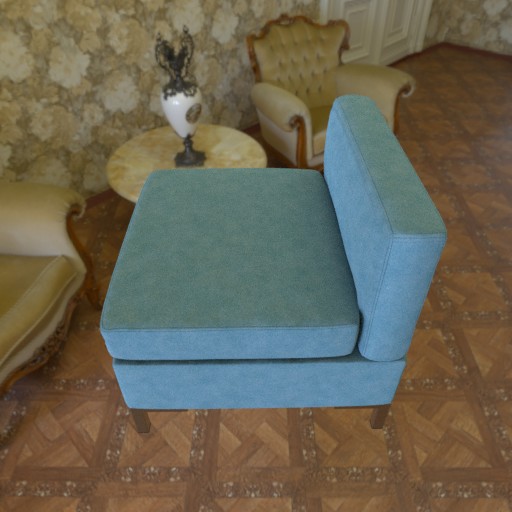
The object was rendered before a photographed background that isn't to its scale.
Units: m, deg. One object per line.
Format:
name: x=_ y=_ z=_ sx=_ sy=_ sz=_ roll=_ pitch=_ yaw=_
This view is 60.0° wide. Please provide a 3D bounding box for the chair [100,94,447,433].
chair: x=0.000 y=0.000 z=1.209 sx=0.685 sy=0.660 sz=0.684 roll=-1 pitch=40 yaw=-1
